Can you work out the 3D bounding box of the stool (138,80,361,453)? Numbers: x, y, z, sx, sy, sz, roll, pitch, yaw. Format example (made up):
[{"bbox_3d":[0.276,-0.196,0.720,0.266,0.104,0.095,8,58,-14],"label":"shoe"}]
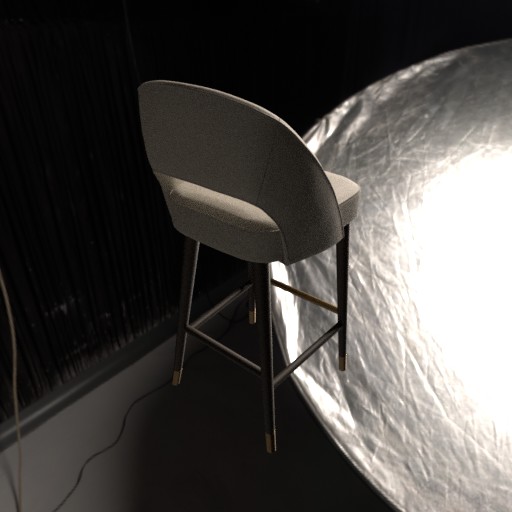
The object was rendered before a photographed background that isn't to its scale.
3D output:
[{"bbox_3d":[0.000,0.000,1.318,0.494,1.037,0.509,23,38,33],"label":"stool"}]
